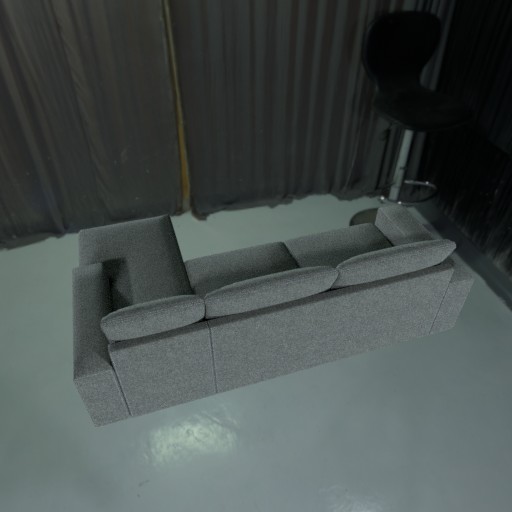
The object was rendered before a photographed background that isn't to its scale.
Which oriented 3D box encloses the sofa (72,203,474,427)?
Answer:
[{"bbox_3d":[0.000,0.000,3.505,2.718,0.940,1.689,-12,43,-13],"label":"sofa"}]
